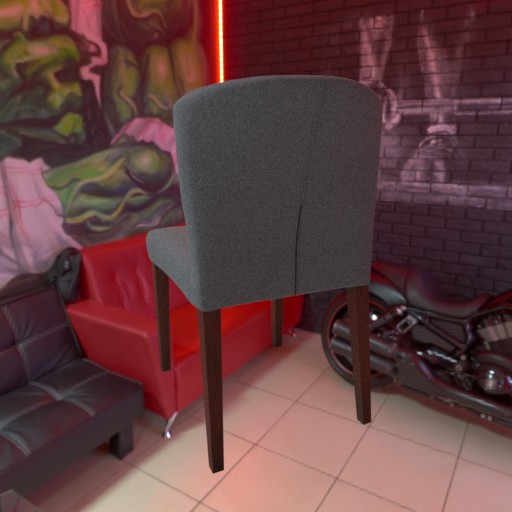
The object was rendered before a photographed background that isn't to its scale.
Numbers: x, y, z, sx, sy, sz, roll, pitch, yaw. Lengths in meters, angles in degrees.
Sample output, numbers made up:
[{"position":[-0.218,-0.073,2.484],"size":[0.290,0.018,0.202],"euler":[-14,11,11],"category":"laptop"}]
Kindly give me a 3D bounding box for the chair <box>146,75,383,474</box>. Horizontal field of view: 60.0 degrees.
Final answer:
[{"position":[0.000,0.000,1.186],"size":[0.491,0.839,0.592],"euler":[-7,16,-24],"category":"chair"}]
